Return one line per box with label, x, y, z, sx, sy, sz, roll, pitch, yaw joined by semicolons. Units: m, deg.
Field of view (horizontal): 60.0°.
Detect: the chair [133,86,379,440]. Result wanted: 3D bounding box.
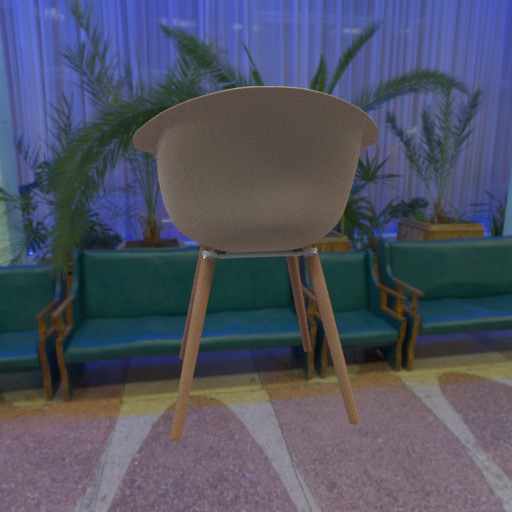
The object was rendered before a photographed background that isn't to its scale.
chair;0.000;0.000;1.176;0.593;0.781;0.504;-2;13;-8
